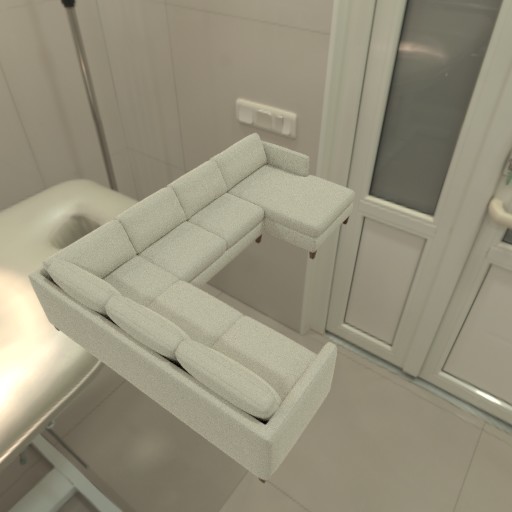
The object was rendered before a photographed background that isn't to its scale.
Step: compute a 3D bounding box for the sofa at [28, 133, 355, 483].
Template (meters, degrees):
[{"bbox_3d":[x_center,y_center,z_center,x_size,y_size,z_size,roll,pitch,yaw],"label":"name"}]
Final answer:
[{"bbox_3d":[0.000,0.000,4.369,2.551,0.853,3.238,25,47,26],"label":"sofa"}]
